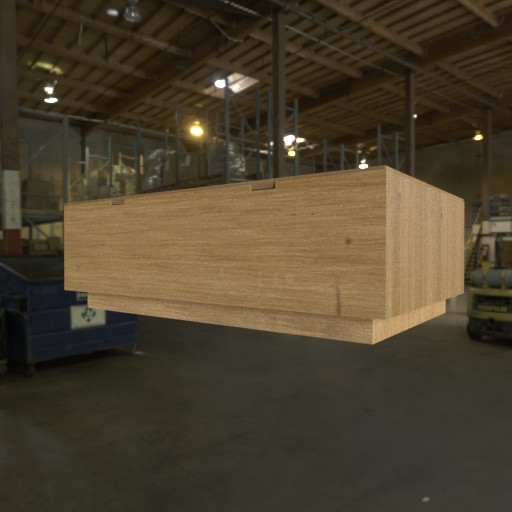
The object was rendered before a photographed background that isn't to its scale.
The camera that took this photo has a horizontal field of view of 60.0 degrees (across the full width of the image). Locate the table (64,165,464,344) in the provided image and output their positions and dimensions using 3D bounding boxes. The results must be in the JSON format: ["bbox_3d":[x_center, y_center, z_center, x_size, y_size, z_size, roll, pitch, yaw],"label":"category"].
[{"bbox_3d":[0.000,0.000,1.438,1.110,0.353,0.678,0,1,37],"label":"table"}]
